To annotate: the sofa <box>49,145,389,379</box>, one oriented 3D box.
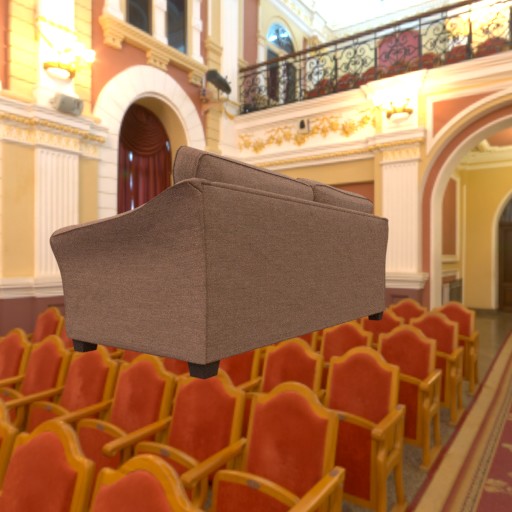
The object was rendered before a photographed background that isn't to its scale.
[{"bbox_3d":[0.000,0.000,2.813,0.980,0.965,2.270,0,0,35],"label":"sofa"}]
